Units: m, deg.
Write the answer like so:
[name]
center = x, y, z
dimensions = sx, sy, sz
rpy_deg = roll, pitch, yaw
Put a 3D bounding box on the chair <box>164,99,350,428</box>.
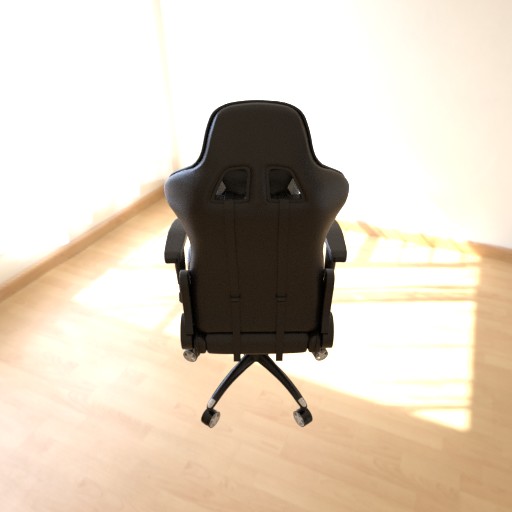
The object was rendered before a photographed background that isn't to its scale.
[chair]
center = 0.000, 0.000, 1.725
dimensions = 0.730, 1.285, 0.695
rpy_deg = 0, 32, -1
